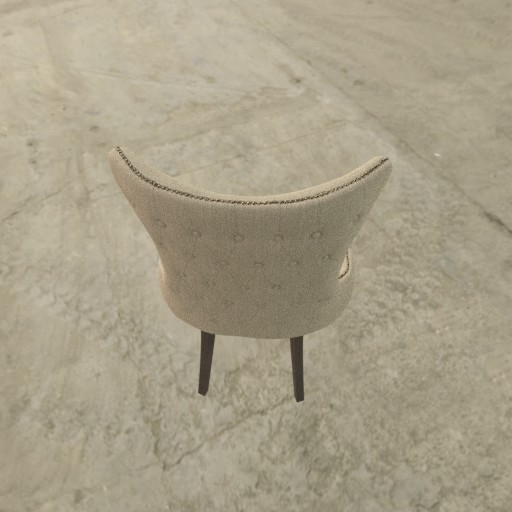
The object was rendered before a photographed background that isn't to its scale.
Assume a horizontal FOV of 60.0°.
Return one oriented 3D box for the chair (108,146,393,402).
[{"bbox_3d":[0.000,0.000,1.367,0.628,0.967,0.635,3,47,3],"label":"chair"}]
